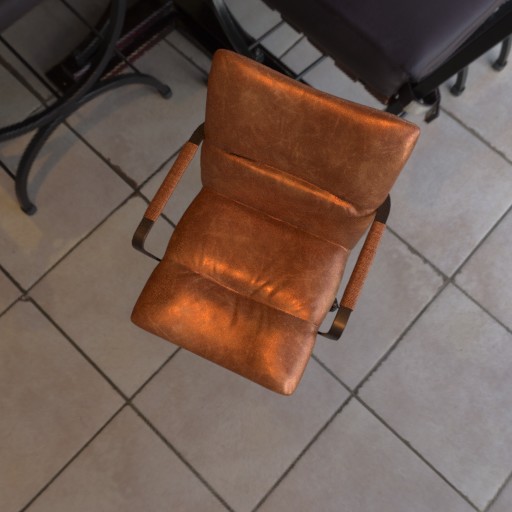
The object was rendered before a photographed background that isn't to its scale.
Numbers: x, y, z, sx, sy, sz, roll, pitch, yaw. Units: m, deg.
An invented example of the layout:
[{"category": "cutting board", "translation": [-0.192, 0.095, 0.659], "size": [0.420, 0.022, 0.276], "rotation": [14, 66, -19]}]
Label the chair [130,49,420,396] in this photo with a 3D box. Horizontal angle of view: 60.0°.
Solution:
[{"category": "chair", "translation": [0.000, 0.000, 1.474], "size": [0.727, 0.922, 0.754], "rotation": [24, 76, 6]}]
